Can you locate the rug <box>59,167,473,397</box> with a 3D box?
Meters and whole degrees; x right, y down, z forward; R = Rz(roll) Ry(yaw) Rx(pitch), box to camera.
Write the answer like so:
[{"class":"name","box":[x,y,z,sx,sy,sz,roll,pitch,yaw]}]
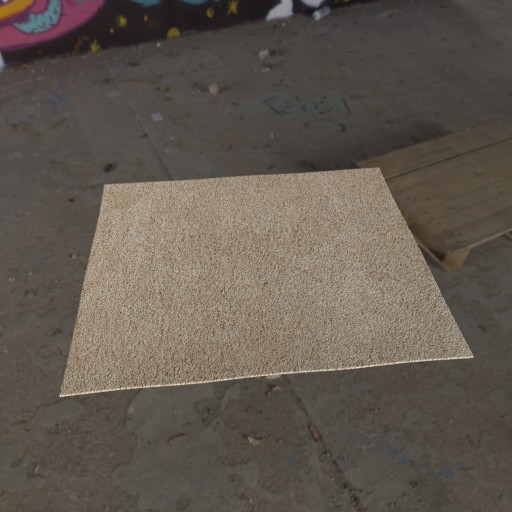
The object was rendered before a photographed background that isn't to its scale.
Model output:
[{"class":"rug","box":[0.000,0.000,4.011,3.000,0.025,2.400,-4,47,-4]}]
